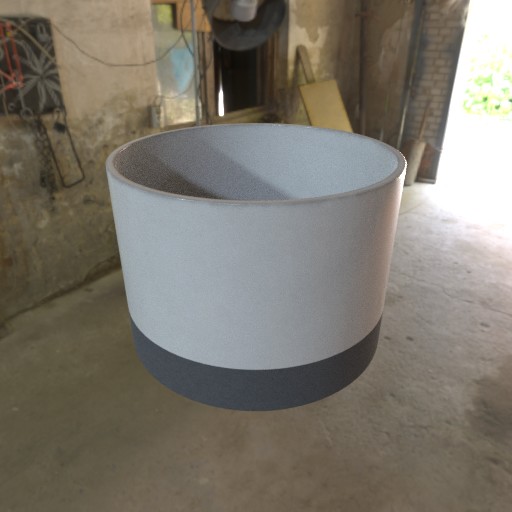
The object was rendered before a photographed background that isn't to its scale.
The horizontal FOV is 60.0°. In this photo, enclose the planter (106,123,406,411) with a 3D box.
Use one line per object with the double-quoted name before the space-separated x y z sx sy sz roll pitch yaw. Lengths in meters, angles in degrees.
"planter" 0.000 0.000 0.222 0.128 0.105 0.128 0 28 0
